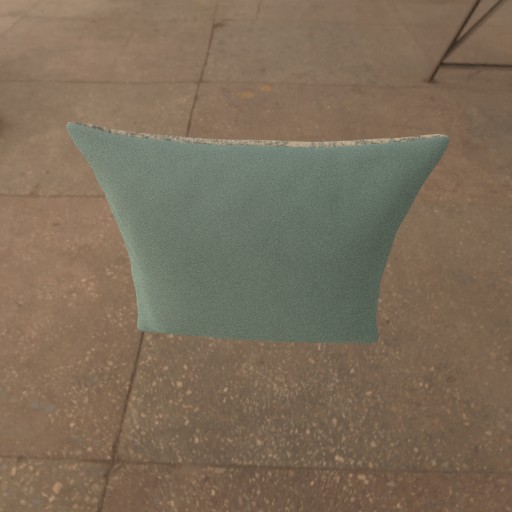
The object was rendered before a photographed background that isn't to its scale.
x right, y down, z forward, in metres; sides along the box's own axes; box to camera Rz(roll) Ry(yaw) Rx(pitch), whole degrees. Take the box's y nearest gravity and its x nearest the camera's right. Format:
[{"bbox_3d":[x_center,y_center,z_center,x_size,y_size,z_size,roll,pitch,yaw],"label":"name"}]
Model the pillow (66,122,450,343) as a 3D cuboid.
[{"bbox_3d":[0.000,0.000,0.786,0.526,0.507,0.166,3,46,2],"label":"pillow"}]
